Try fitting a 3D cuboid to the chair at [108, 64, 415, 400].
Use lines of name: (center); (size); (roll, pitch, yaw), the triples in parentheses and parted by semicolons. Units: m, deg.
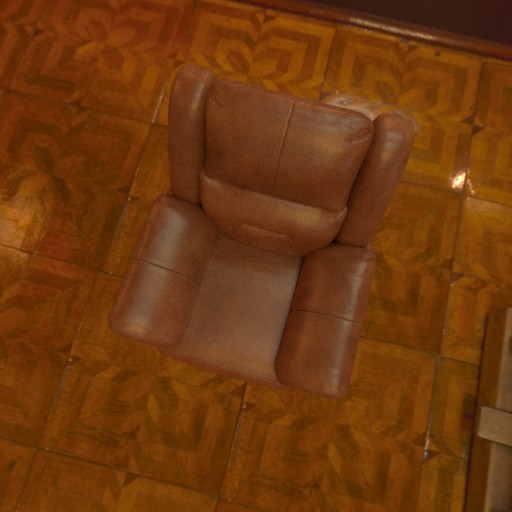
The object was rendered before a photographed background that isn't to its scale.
chair: (0.000, 0.000, 1.903); (0.990, 1.093, 1.041); (16, 76, 4)
